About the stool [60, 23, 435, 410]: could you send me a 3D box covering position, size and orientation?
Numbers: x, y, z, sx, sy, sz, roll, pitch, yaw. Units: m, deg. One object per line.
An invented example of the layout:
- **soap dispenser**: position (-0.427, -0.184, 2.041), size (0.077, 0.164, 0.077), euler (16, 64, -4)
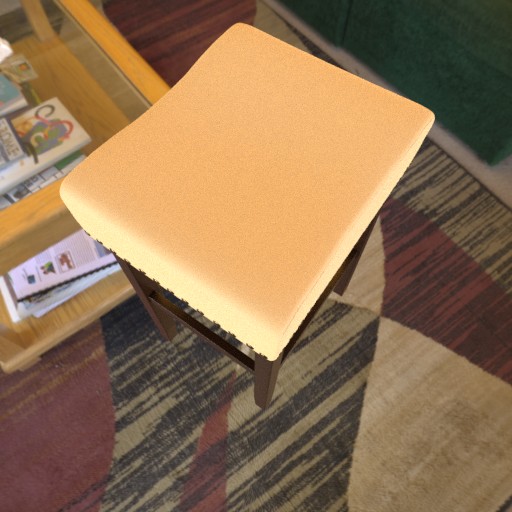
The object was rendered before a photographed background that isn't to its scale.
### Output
- **stool**: position (0.000, 0.000, 1.010), size (0.401, 0.762, 0.471), euler (32, 68, 15)
